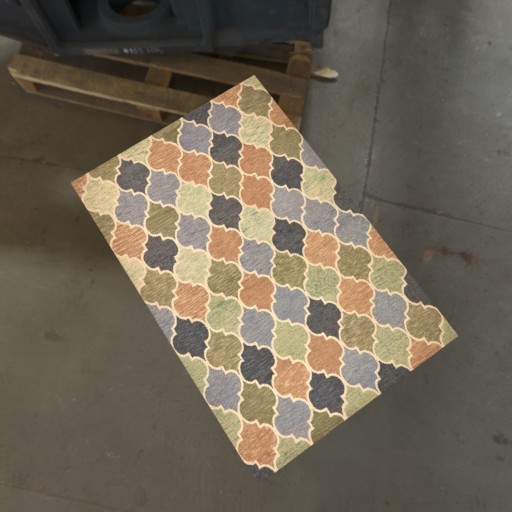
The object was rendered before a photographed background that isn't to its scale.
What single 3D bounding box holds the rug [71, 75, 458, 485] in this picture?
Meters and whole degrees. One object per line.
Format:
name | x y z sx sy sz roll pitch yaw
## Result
rug | 0.000 0.000 2.332 1.216 0.006 1.828 -33 78 -8
